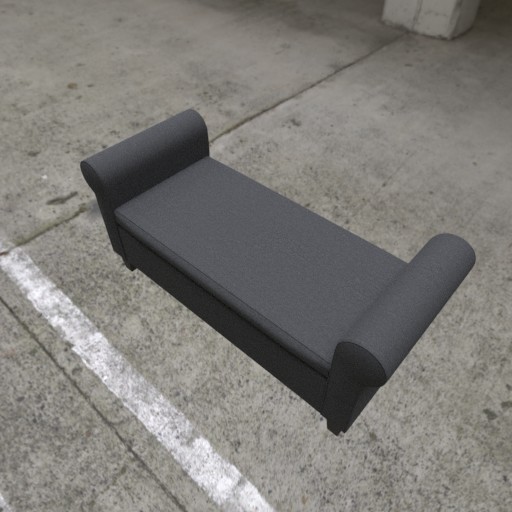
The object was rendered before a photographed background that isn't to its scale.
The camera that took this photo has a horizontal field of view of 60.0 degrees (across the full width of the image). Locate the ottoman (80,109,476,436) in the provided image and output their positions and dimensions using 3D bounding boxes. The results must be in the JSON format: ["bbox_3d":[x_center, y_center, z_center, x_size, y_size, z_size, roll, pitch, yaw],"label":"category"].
[{"bbox_3d":[0.000,0.000,1.593,1.256,0.547,0.521,33,54,28],"label":"ottoman"}]
